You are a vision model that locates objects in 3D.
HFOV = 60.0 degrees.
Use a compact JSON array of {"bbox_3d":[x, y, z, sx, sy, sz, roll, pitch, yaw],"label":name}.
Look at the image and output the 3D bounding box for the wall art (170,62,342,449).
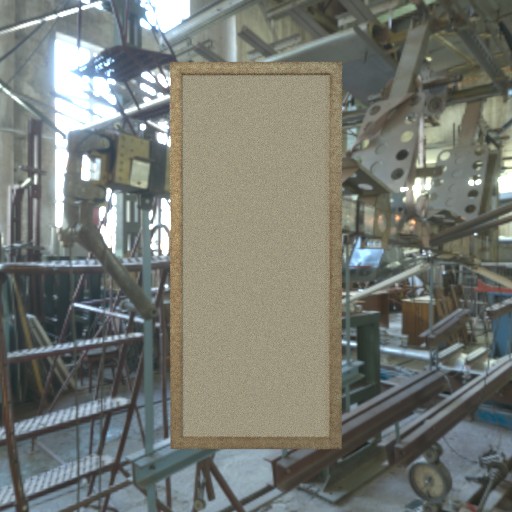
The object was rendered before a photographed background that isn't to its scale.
[{"bbox_3d":[0.000,0.000,1.696,0.648,1.461,0.051,0,0,0],"label":"wall art"}]
